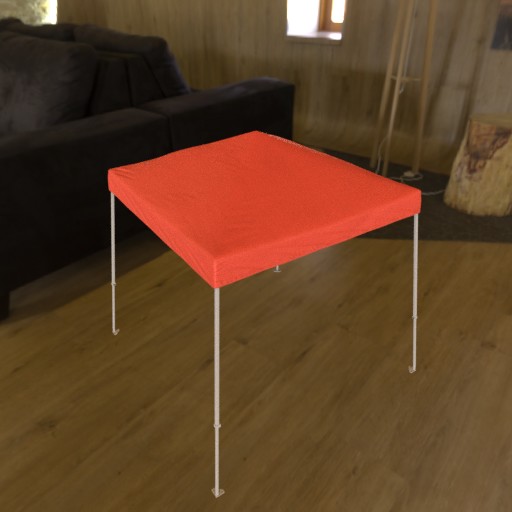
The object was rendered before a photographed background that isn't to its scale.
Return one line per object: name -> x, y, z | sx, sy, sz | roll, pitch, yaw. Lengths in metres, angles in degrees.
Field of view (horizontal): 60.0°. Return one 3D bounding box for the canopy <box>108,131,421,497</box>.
canopy -> 0.000, 0.000, 5.079 | 2.849, 2.850, 2.850 | -19, 36, -29
